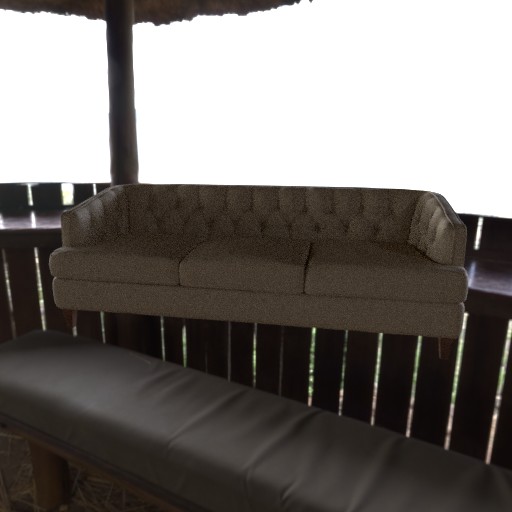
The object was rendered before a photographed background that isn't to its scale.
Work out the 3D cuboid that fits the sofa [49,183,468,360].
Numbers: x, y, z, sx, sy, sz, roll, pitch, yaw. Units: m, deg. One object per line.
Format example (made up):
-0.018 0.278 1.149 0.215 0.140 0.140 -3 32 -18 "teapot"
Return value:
0.000 0.000 2.709 2.235 0.788 0.913 3 15 11 "sofa"
